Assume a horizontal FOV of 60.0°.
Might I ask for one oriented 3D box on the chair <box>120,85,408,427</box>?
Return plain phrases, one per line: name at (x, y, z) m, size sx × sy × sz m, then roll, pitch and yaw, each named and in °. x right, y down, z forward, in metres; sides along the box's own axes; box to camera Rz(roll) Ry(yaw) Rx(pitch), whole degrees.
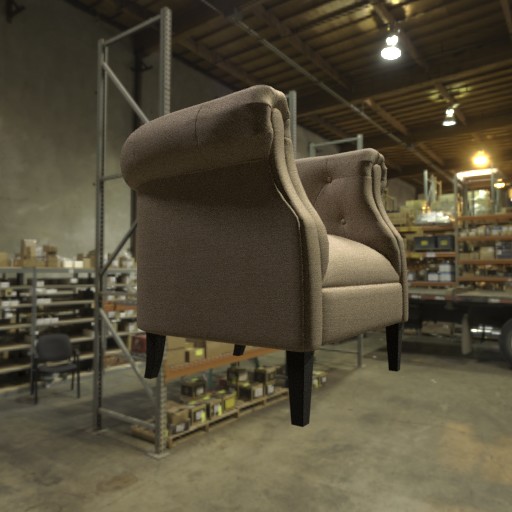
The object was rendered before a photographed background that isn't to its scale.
chair at (0.000, 0.000, 1.557) m, size 0.852 × 0.827 × 0.905 m, roll -1°, pitch -2°, yaw 35°
